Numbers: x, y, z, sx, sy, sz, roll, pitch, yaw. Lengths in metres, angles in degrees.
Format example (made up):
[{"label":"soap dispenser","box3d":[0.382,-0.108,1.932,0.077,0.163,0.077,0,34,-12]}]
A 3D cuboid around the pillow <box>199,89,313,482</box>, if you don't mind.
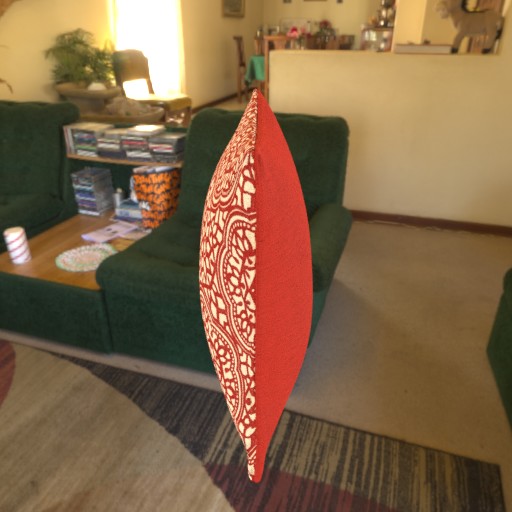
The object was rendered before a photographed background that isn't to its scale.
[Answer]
[{"label":"pillow","box3d":[0.000,0.000,0.654,0.162,0.419,0.438,0,27,0]}]
